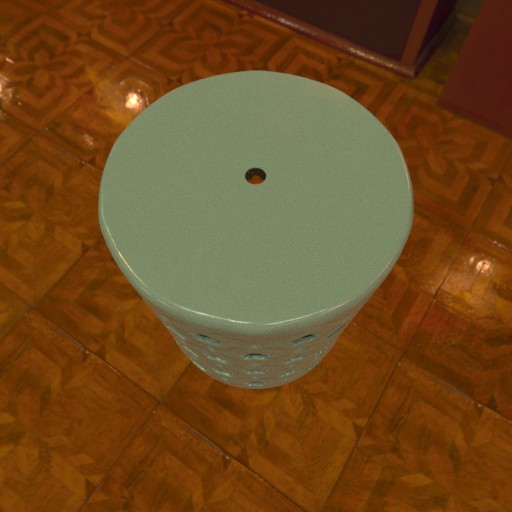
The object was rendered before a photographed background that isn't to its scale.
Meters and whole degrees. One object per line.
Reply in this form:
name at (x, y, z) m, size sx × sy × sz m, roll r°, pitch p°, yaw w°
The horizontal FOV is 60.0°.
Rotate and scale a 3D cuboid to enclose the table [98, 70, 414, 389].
table at (0.000, 0.000, 0.659) m, size 0.352 × 0.387 × 0.352 m, roll 0°, pitch 63°, yaw 0°
